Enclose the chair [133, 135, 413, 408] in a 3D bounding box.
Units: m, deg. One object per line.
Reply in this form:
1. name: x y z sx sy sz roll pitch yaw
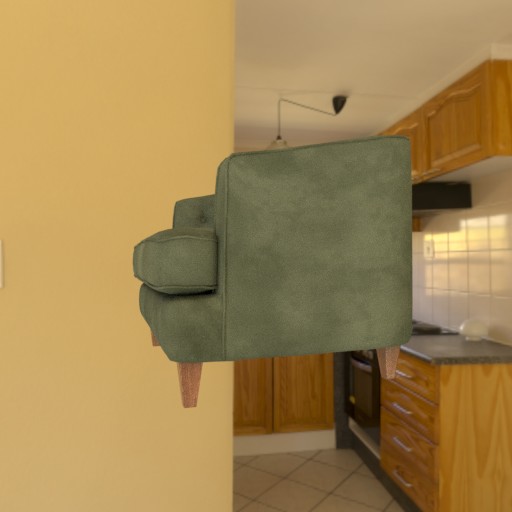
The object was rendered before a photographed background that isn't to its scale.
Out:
1. chair: 0.000 0.000 1.807 0.941 0.852 1.104 0 -1 -18
